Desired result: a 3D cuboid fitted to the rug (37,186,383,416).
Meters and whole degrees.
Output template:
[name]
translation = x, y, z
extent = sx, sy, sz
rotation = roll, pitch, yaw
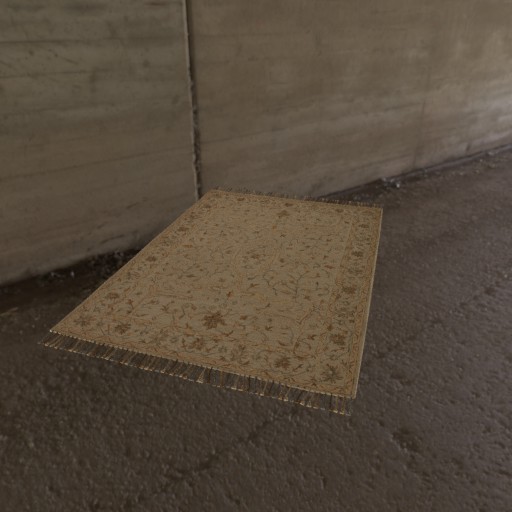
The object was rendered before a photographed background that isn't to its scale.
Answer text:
[rug]
translation = 0.000, 0.000, 2.337
extent = 1.218, 0.017, 1.861
rotation = 8, 30, 15
